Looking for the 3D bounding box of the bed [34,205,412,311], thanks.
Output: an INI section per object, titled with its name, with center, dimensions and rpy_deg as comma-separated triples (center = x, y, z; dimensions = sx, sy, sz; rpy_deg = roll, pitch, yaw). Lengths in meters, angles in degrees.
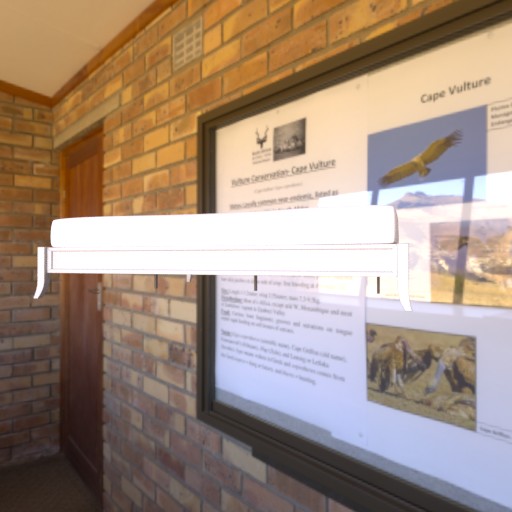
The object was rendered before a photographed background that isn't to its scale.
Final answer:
[bed]
center = 0.000, 0.000, 3.243
dimensions = 2.108, 0.510, 2.007
rpy_deg = 0, 0, 18
